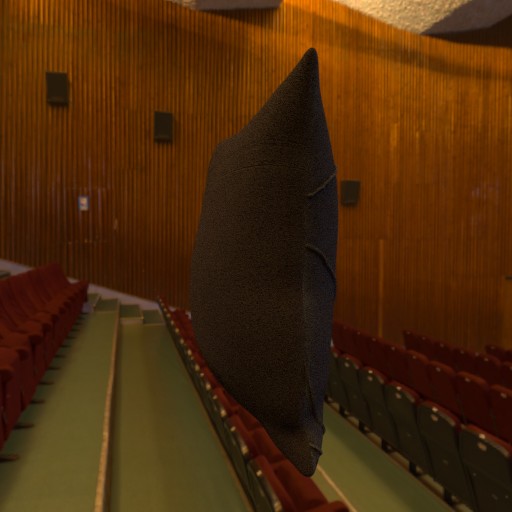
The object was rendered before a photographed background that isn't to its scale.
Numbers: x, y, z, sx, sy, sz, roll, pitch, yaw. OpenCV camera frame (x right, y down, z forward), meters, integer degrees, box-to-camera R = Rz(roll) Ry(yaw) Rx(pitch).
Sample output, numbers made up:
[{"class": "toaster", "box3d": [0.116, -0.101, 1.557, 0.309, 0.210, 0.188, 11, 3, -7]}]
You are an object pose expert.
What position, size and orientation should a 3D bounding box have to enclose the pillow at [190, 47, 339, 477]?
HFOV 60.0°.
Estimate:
[{"class": "pillow", "box3d": [0.000, 0.000, 0.654, 0.183, 0.440, 0.439, -1, 2, -17]}]
